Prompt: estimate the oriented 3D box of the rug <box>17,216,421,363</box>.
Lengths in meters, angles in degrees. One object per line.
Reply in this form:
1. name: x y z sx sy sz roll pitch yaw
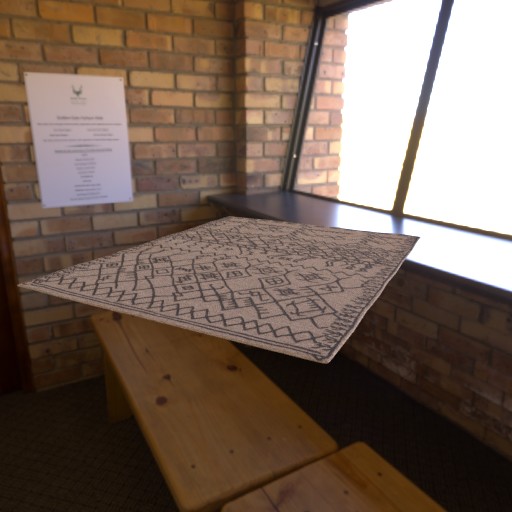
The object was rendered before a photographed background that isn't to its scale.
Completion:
1. rug: 0.000 0.000 3.246 1.964 0.025 2.455 8 18 27
